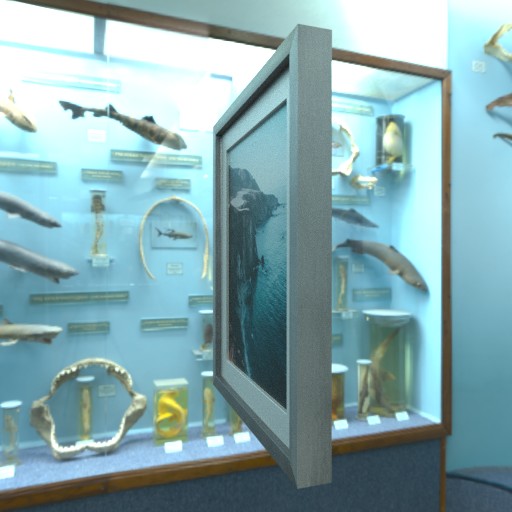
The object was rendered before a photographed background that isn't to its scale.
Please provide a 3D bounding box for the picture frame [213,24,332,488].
[{"bbox_3d":[0.000,0.000,0.749,0.046,0.555,0.449,0,0,-18],"label":"picture frame"}]
